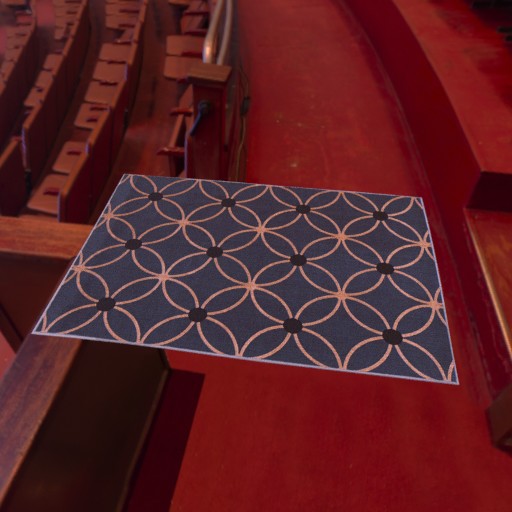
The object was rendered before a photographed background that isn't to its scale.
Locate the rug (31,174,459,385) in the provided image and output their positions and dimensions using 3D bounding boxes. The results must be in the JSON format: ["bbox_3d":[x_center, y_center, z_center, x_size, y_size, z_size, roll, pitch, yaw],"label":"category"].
[{"bbox_3d":[0.000,0.000,2.849,2.284,0.008,1.522,5,46,5],"label":"rug"}]
